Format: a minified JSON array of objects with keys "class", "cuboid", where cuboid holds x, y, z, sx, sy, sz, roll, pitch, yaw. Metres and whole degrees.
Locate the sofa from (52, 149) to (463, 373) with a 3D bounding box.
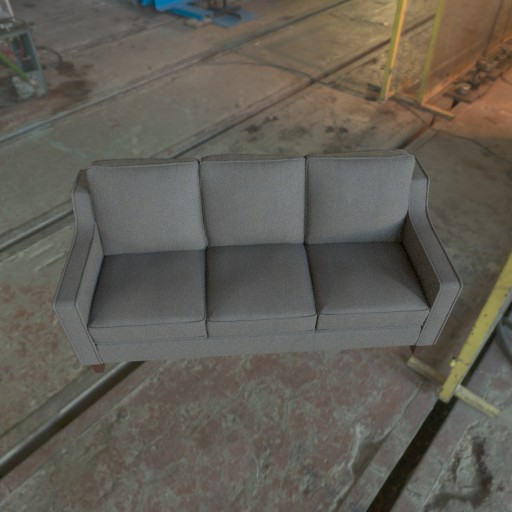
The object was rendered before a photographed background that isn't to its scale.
[{"class":"sofa","cuboid":[0.000,0.000,2.541,1.986,0.974,0.911,-3,45,-3]}]
